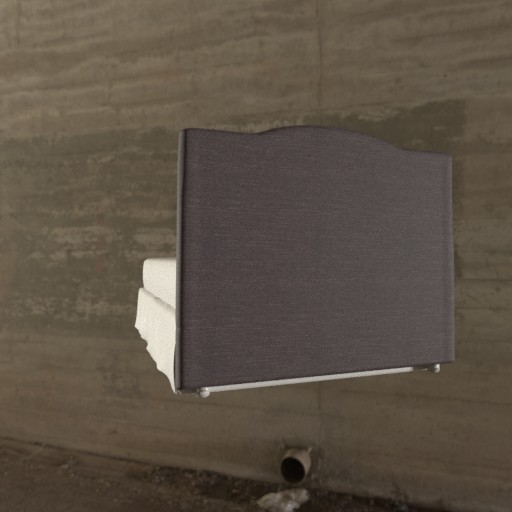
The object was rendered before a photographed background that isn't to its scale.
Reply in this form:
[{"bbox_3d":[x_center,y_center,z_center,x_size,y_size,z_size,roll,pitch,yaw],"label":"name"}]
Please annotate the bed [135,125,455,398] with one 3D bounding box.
[{"bbox_3d":[0.000,0.000,3.624,1.741,1.441,2.507,0,0,-20],"label":"bed"}]
